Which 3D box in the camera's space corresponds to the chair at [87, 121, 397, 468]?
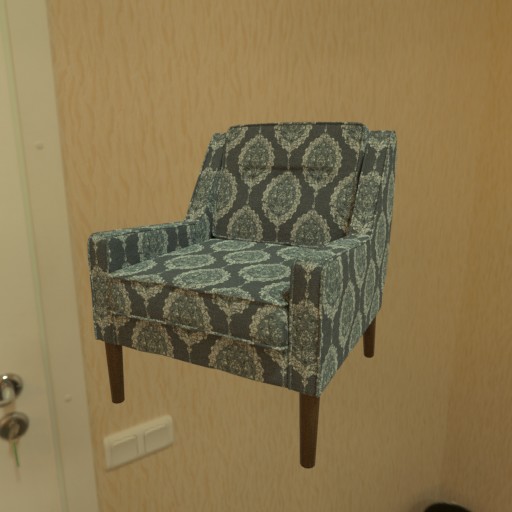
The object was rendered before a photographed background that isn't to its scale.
[{"bbox_3d":[0.000,0.000,1.329,0.663,0.792,0.743,7,16,26],"label":"chair"}]
